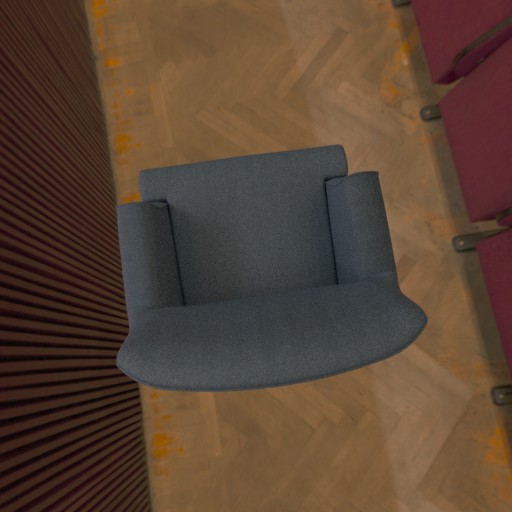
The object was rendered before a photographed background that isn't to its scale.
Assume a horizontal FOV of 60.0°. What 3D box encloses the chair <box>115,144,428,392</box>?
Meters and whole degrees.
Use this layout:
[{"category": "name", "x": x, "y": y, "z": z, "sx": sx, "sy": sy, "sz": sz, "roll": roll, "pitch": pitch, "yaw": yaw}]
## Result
[{"category": "chair", "x": 0.000, "y": 0.000, "z": 1.409, "sx": 0.770, "sy": 0.878, "sz": 0.754, "roll": -8, "pitch": 77, "yaw": -2}]
